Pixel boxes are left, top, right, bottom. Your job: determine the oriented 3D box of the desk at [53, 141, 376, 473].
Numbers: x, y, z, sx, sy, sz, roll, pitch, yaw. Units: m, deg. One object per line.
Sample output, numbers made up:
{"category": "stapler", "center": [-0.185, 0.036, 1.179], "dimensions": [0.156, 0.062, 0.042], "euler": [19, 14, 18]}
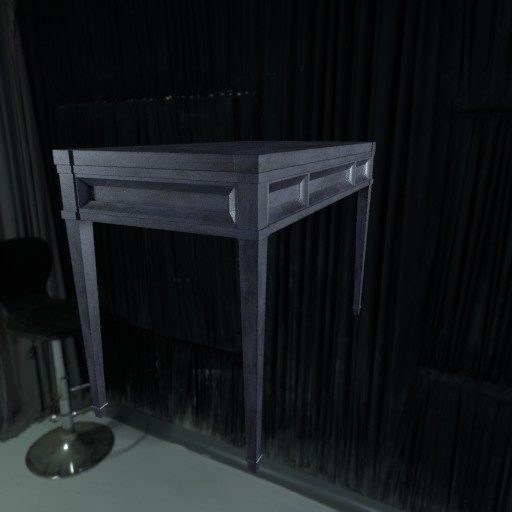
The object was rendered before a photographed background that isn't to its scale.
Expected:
{"category": "desk", "center": [0.000, 0.000, 1.769], "dimensions": [0.630, 0.861, 1.289], "euler": [7, 17, 25]}
